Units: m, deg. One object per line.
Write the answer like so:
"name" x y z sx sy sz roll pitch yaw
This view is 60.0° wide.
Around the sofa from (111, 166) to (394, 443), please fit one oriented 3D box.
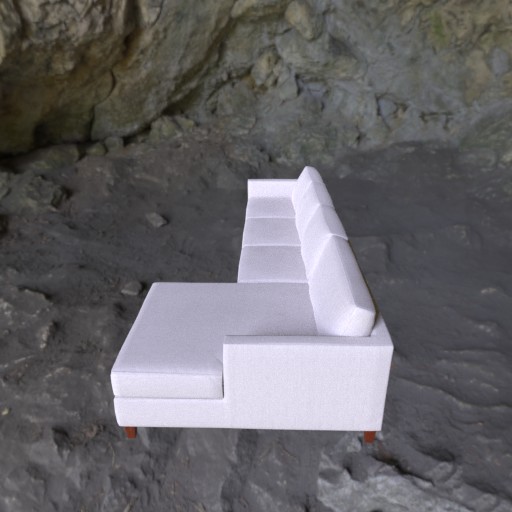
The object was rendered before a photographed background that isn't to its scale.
"sofa" 0.000 0.000 4.058 1.599 0.954 3.471 1 25 1
